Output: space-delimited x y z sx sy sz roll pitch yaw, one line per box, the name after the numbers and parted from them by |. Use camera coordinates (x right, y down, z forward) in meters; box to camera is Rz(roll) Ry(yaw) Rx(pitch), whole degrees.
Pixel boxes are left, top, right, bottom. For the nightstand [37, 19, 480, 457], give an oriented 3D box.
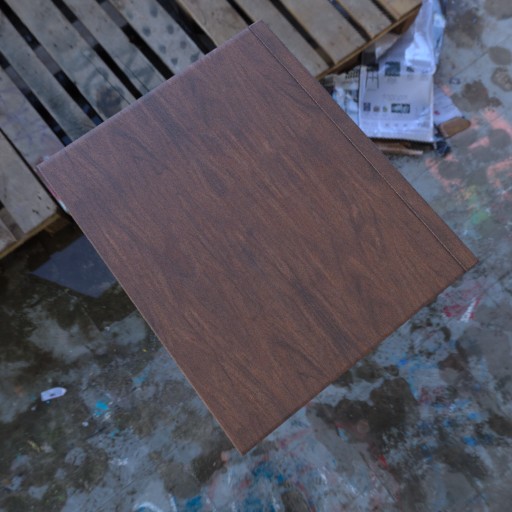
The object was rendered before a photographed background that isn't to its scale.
0.000 0.000 0.955 0.445 0.607 0.521 -37 80 -8 | nightstand
